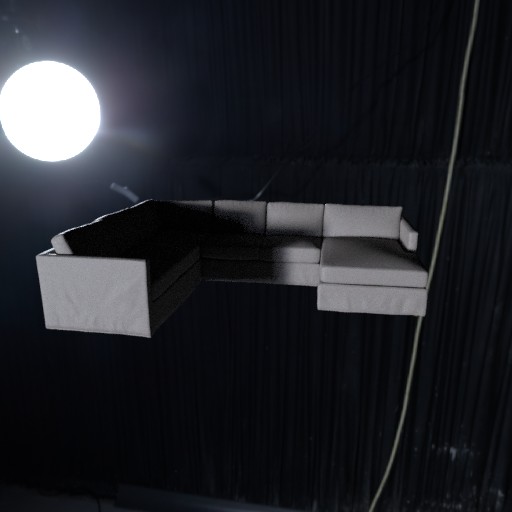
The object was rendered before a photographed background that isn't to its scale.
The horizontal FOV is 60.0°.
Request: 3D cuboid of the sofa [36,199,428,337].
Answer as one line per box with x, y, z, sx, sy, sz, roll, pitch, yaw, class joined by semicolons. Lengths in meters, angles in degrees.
0.000;0.000;4.749;3.460;0.882;2.427;3;16;9;sofa
